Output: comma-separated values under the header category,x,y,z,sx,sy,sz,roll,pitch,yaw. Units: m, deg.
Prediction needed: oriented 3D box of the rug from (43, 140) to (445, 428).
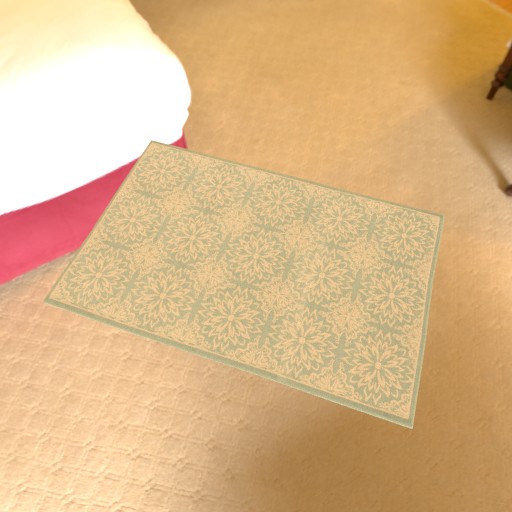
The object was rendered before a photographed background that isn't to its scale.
category,x,y,z,sx,sy,sz,roll,pitch,yaw
rug,0.000,0.000,3.531,2.746,0.018,1.819,16,59,10
